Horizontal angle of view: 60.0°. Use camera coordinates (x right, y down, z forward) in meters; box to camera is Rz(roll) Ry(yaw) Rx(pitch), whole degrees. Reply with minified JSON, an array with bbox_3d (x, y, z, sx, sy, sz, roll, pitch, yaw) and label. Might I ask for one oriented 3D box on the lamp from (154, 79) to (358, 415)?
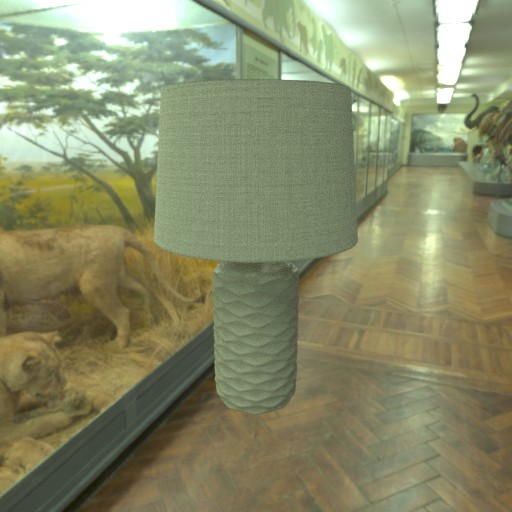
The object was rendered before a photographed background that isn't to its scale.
[{"bbox_3d":[0.000,0.000,0.847,0.376,0.594,0.376,0,15,0],"label":"lamp"}]
